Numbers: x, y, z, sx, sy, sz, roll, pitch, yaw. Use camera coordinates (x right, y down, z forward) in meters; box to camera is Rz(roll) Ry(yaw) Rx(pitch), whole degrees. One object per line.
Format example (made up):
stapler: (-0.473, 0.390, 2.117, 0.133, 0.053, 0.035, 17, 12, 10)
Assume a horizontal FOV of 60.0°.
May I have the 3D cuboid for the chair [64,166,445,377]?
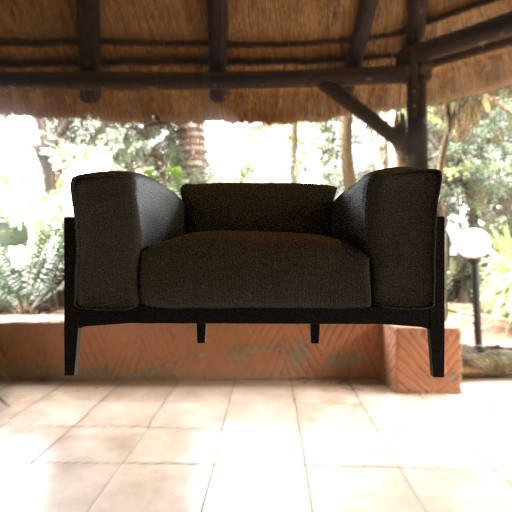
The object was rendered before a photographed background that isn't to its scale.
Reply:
chair: (0.000, 0.000, 1.658, 1.056, 0.646, 0.969, 0, 0, 1)
